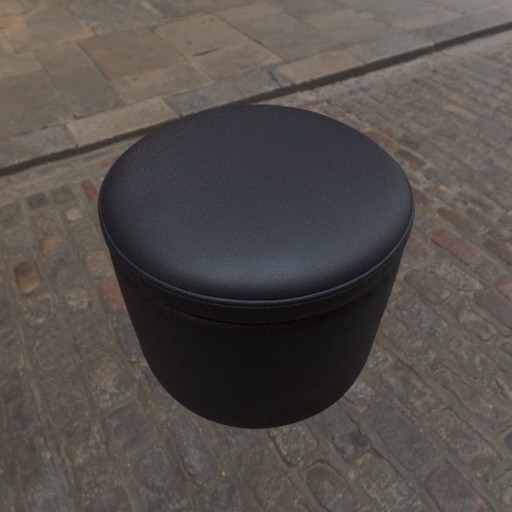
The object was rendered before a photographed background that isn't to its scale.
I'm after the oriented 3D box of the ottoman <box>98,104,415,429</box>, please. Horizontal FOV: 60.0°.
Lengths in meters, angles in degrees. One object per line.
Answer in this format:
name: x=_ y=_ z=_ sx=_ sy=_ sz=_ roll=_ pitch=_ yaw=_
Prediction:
ottoman: x=0.000 y=0.000 z=0.836 sx=0.501 sy=0.409 sz=0.501 roll=0 pitch=46 yaw=0
